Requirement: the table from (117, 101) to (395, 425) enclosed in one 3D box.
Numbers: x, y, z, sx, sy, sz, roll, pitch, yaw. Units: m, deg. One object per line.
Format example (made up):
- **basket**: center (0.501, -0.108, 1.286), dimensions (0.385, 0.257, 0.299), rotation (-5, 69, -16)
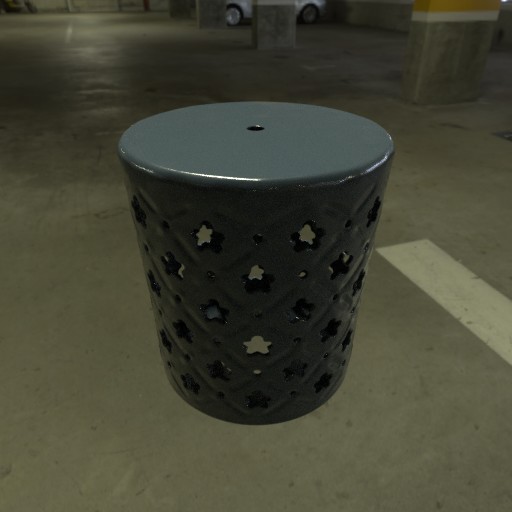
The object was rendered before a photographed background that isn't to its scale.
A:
- **table**: center (0.000, 0.000, 0.673), dimensions (0.352, 0.387, 0.352), rotation (0, 31, 0)
